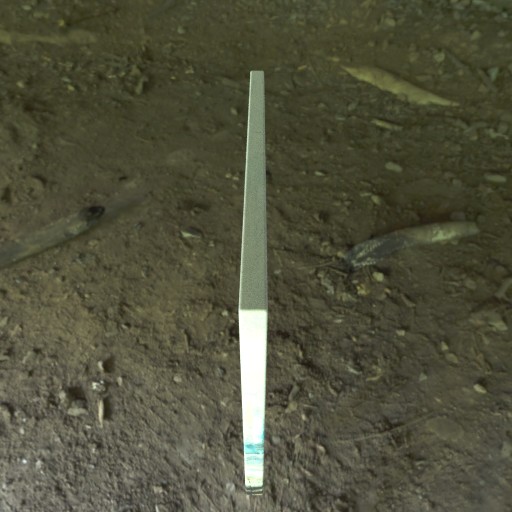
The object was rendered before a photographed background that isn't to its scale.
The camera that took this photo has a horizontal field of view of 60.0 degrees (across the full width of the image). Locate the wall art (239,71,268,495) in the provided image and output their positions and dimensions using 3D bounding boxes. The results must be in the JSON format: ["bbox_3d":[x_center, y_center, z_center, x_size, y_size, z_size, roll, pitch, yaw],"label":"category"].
[{"bbox_3d":[0.000,0.000,1.123,0.038,0.609,0.913,0,41,0],"label":"wall art"}]
